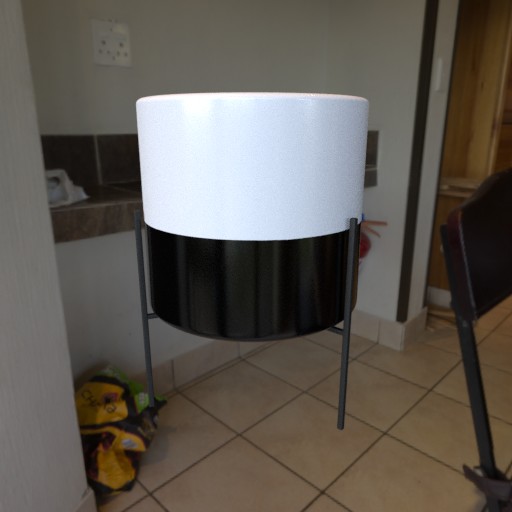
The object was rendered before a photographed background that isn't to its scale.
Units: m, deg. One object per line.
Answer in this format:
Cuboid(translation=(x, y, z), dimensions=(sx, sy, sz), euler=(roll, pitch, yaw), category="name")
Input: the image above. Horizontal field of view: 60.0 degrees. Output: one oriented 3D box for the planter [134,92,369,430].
Cuboid(translation=(0.000, 0.000, 0.649), dimensions=(0.310, 0.432, 0.310), euler=(8, 18, 25), category="planter")
